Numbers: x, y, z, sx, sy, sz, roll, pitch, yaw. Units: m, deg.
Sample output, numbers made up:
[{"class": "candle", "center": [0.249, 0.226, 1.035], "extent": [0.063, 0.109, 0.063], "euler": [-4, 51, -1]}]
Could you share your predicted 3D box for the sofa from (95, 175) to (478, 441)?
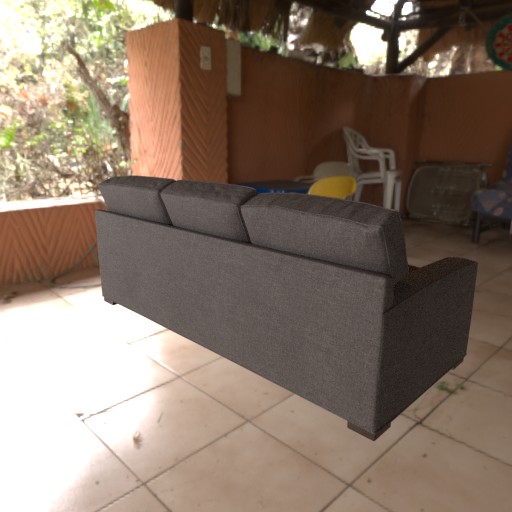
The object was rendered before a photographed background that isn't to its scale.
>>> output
[{"class": "sofa", "center": [0.000, 0.000, 2.839], "extent": [2.369, 0.978, 1.004], "euler": [14, 20, 43]}]
